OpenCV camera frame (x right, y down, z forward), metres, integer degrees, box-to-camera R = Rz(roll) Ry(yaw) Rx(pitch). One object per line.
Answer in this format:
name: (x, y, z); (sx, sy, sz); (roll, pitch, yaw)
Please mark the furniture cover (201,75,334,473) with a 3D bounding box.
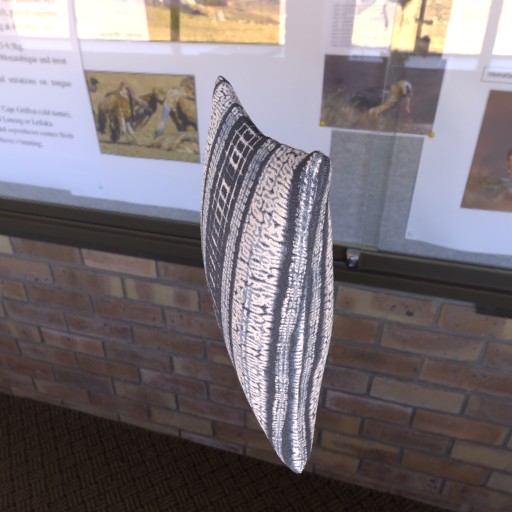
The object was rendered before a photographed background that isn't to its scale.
furniture cover: (0.000, 0.000, 0.650); (0.133, 0.435, 0.425); (-8, 32, -13)
